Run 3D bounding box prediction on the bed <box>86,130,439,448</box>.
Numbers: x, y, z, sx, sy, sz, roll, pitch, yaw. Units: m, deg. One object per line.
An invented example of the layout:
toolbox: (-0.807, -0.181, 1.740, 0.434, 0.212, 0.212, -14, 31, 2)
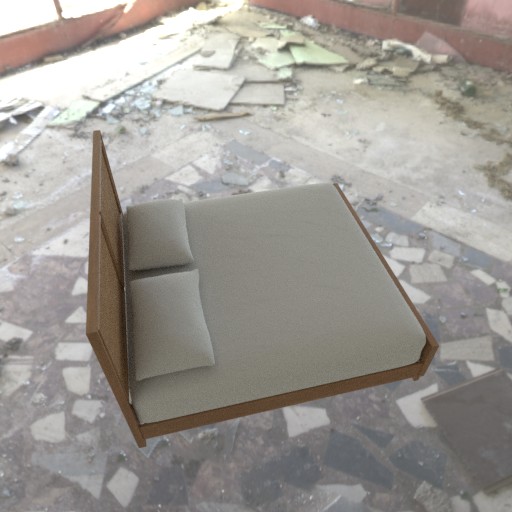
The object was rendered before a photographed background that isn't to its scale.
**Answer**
bed: (0.000, 0.000, 3.513, 2.184, 1.387, 2.003, -10, 46, -10)
